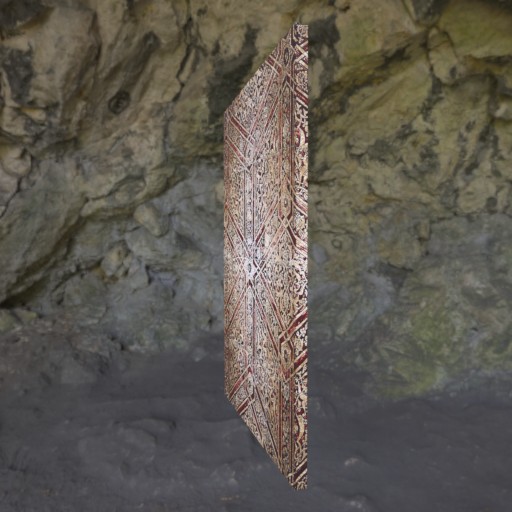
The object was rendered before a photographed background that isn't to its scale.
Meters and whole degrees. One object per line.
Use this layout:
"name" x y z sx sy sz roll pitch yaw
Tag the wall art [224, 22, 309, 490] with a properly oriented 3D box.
"wall art" 0.000 0.000 0.759 0.020 0.599 0.397 0 1 -17
